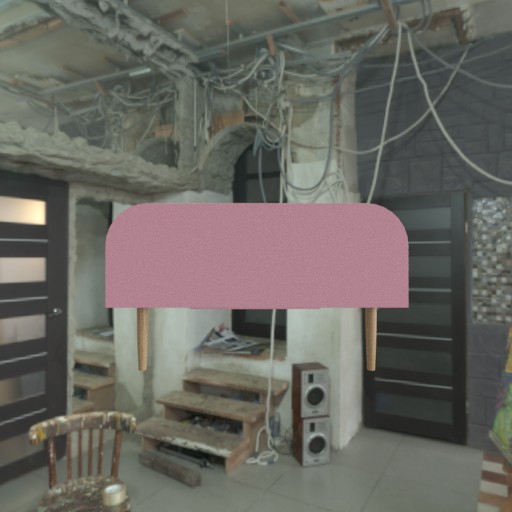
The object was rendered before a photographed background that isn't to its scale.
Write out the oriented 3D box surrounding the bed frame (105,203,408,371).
[{"bbox_3d":[0.000,0.000,2.441,0.998,0.805,1.963,0,0,0],"label":"bed frame"}]
